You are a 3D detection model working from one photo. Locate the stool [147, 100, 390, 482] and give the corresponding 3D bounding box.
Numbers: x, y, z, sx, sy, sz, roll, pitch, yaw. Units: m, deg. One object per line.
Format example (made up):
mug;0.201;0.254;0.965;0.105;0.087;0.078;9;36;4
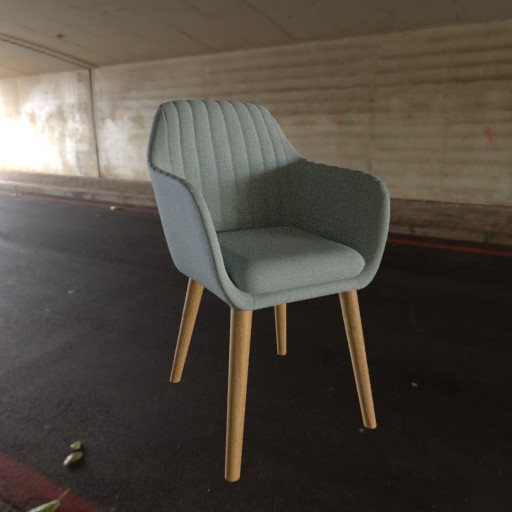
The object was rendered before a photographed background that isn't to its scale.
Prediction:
stool;0.000;0.000;1.200;0.503;0.830;0.590;-8;17;-26
